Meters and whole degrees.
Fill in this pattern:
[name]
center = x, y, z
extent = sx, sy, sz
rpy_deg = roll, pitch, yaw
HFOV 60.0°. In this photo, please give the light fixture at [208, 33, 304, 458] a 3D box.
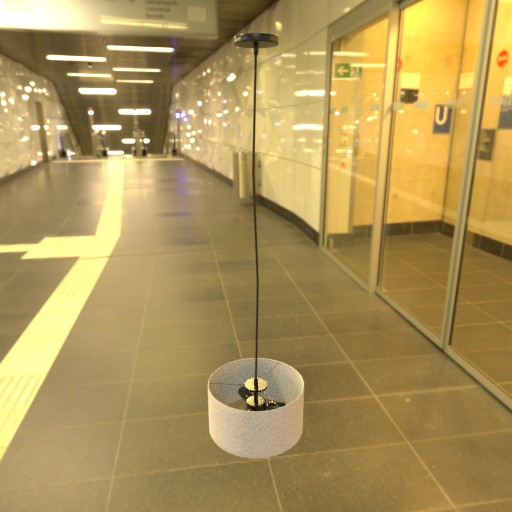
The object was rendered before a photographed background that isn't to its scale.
[light fixture]
center = 0.000, 0.000, 1.690
extent = 0.399, 1.516, 0.399
rpy_deg = 0, 17, 0
